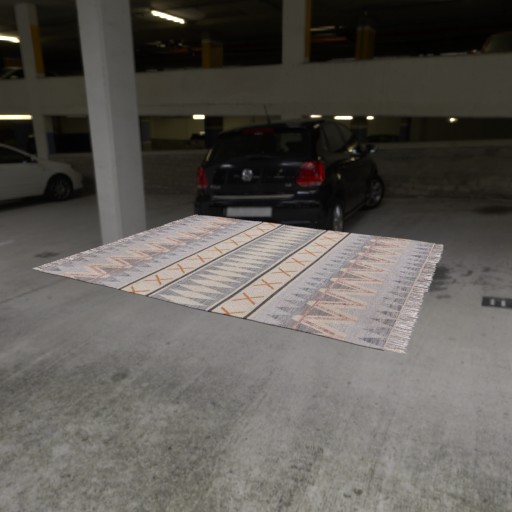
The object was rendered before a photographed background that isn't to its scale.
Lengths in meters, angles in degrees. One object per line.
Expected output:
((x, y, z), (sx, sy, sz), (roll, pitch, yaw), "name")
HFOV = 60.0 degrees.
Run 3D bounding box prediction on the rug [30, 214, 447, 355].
((0.000, 0.000, 3.989), (3.000, 0.012, 2.371), (9, 20, 26), "rug")
